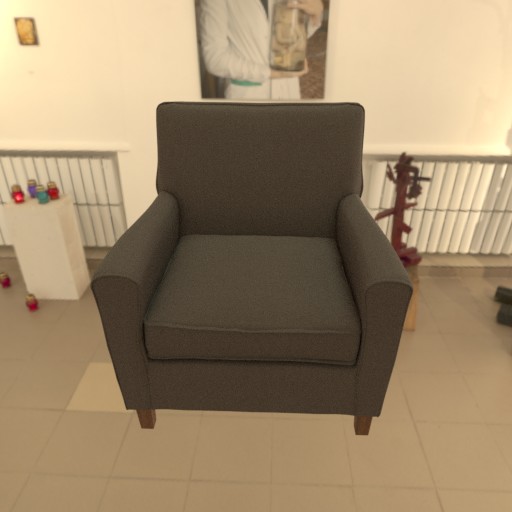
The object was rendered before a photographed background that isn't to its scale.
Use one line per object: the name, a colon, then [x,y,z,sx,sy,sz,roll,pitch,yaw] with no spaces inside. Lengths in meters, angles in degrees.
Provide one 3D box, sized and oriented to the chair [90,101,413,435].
chair: [0.000,0.000,1.562,0.836,0.911,0.831,1,29,2]
